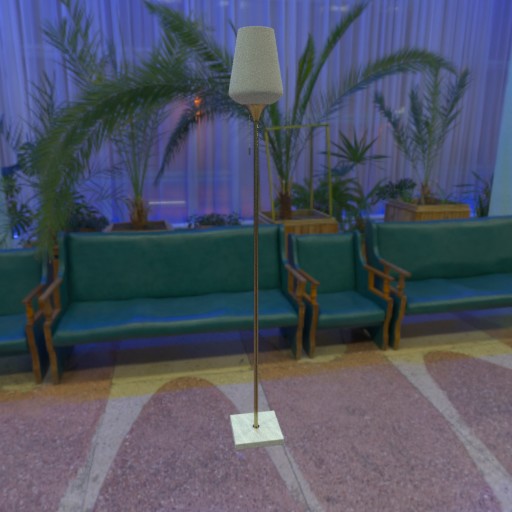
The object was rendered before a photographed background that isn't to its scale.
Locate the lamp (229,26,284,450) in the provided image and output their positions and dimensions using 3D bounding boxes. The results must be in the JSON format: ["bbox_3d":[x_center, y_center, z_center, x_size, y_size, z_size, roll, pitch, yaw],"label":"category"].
[{"bbox_3d":[0.000,0.000,1.959,0.232,1.813,0.229,-3,16,-9],"label":"lamp"}]
